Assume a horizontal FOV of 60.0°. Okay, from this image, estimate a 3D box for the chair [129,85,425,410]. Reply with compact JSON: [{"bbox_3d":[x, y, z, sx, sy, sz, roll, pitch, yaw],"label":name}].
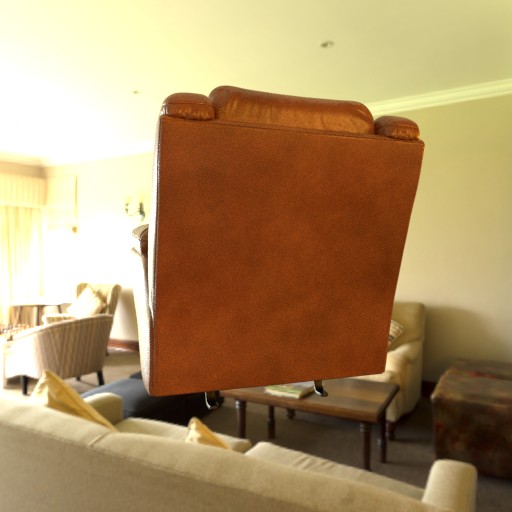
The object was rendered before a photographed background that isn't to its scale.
[{"bbox_3d":[0.000,0.000,1.876,0.990,1.093,1.041,0,1,-19],"label":"chair"}]
